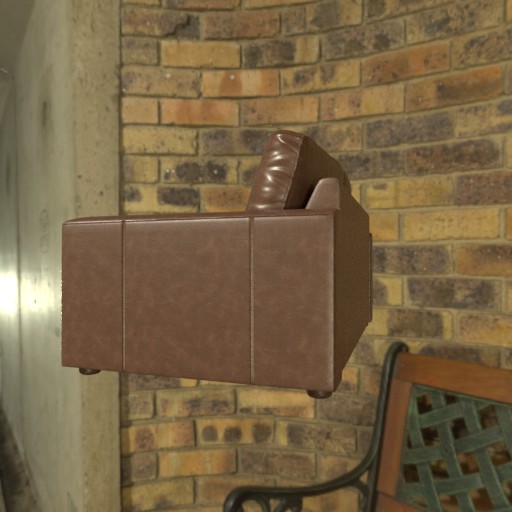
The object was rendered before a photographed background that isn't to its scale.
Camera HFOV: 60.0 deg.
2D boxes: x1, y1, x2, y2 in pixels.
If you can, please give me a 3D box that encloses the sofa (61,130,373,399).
[{"bbox_3d":[0.000,0.000,2.191,1.016,0.873,1.616,0,0,18],"label":"sofa"}]
